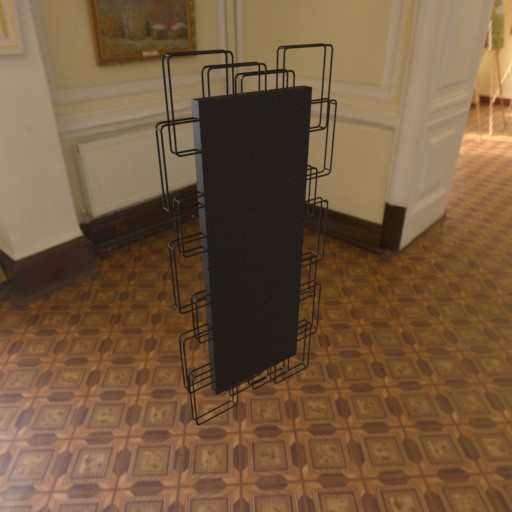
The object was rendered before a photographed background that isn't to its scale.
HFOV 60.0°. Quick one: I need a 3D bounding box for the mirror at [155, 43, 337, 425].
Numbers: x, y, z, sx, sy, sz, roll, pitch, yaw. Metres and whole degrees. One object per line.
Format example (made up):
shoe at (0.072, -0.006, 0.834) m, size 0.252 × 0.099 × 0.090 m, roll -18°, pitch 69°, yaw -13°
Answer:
mirror at (0.000, 0.000, 1.399) m, size 0.565 × 1.192 × 0.037 m, roll -19°, pitch 35°, yaw -30°
